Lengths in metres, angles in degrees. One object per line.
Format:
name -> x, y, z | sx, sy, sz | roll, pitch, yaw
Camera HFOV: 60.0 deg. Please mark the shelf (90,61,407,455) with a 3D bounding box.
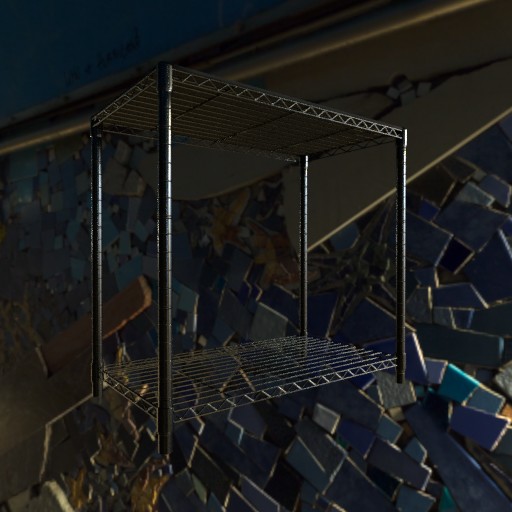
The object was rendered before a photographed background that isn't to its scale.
shelf -> 0.000, 0.000, 0.937 | 0.589, 0.564, 0.338 | 0, 1, -37
